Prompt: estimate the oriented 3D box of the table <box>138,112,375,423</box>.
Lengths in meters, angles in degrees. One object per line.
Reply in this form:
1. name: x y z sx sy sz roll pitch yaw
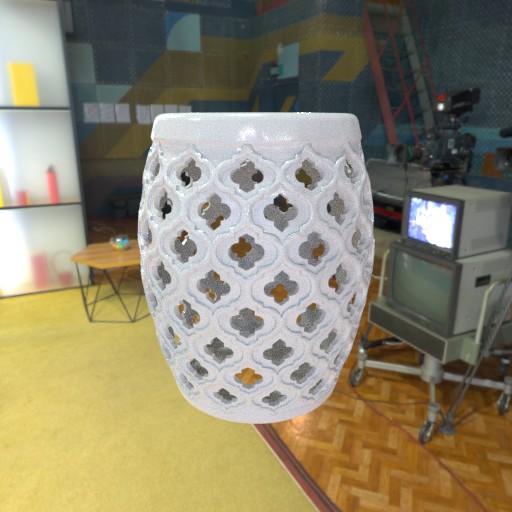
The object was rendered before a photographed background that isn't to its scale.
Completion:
1. table: 0.000 0.000 0.636 0.325 0.388 0.325 0 17 0
